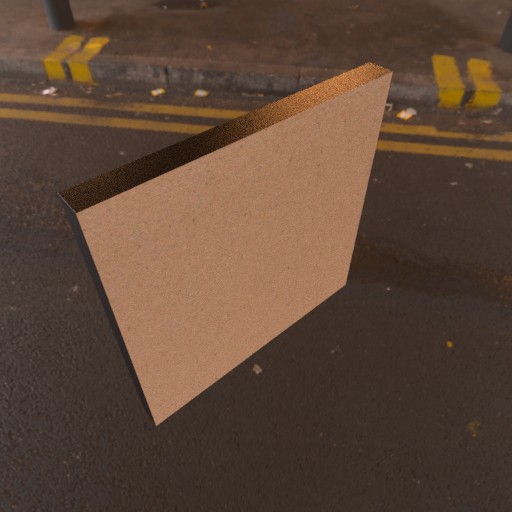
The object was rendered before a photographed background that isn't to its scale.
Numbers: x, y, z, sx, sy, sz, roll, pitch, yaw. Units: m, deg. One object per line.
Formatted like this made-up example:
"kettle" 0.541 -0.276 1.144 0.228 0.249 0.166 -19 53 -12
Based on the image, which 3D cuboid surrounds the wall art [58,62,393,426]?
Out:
"wall art" 0.000 0.000 0.478 0.327 0.318 0.029 -32 53 -27
